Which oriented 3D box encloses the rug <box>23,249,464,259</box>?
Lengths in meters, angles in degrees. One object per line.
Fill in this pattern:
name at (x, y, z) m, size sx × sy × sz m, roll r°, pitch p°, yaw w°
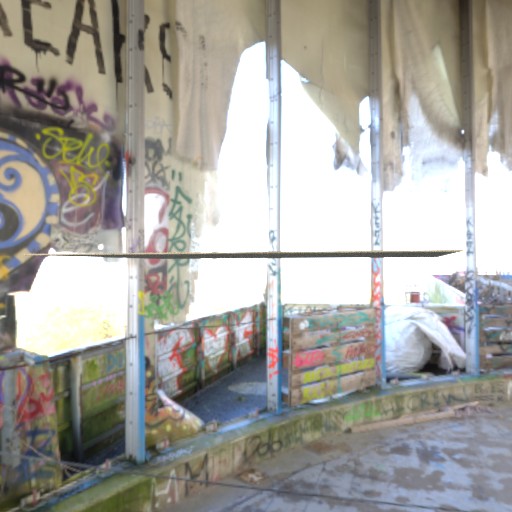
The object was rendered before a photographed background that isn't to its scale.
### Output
rug at (0.000, 0.000, 2.301) m, size 1.827 × 0.006 × 1.221 m, roll 0°, pitch -1°, yaw 19°
